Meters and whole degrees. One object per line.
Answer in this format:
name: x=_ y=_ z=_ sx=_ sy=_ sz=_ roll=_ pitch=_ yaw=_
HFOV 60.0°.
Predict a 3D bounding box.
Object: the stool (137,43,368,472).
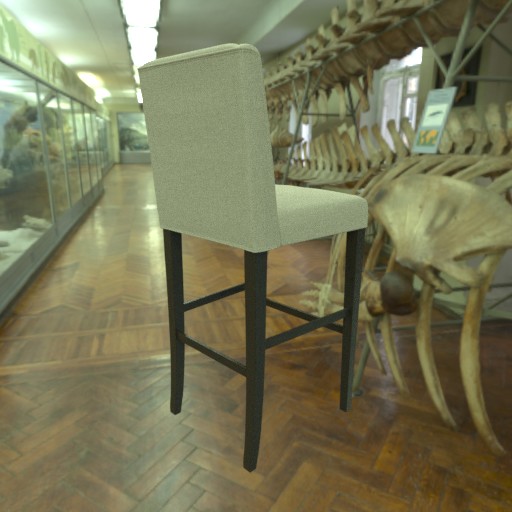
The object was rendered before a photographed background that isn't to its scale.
stool: x=0.000 y=0.000 z=1.386 sx=0.509 sy=1.116 sz=0.474 roll=-14 pitch=21 yaw=-42
